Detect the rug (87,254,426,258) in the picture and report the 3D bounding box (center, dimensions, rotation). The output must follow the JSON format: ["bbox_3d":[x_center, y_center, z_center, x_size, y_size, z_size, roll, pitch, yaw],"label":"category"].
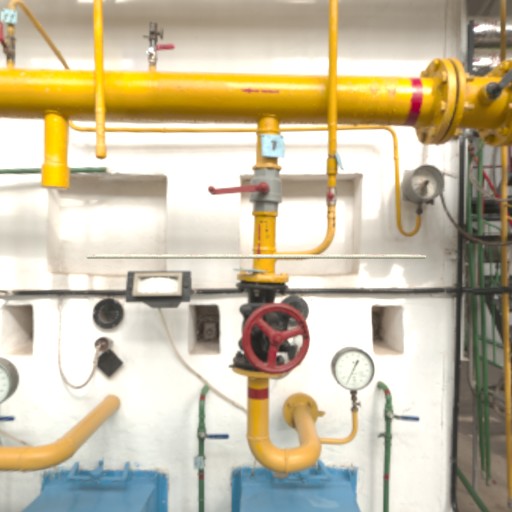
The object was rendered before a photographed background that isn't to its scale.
[{"bbox_3d":[0.000,0.000,1.393,0.604,0.007,1.219,0,0,0],"label":"rug"}]
